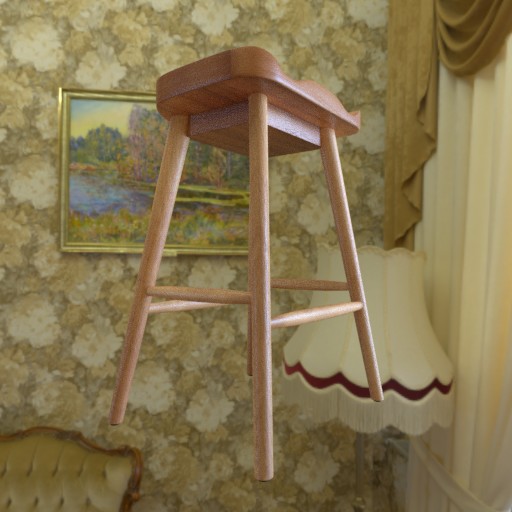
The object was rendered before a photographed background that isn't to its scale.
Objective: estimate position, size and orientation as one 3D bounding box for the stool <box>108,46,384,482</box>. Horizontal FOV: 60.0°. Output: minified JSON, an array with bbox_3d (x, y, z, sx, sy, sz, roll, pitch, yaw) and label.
[{"bbox_3d":[0.000,0.000,0.876,0.361,0.615,0.440,0,0,37],"label":"stool"}]
